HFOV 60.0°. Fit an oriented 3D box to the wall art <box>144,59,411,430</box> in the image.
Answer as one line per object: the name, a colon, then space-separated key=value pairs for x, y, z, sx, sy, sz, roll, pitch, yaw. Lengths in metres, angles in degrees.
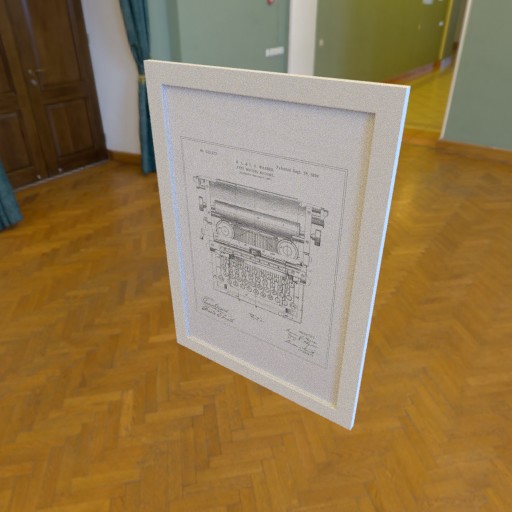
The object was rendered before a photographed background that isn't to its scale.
wall art: x=0.000 y=0.000 z=0.686 sx=0.381 sy=0.533 sz=0.013 roll=19 pitch=36 yaw=29
